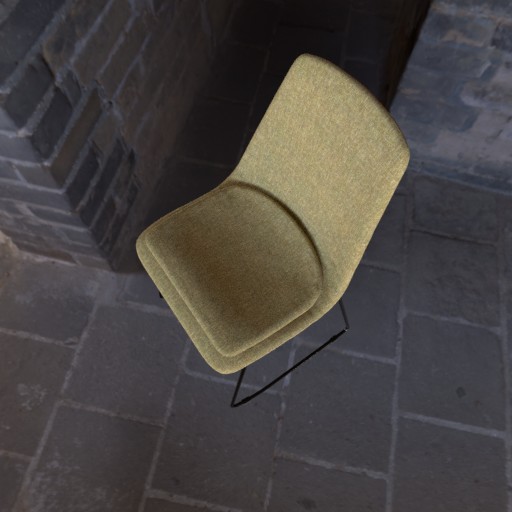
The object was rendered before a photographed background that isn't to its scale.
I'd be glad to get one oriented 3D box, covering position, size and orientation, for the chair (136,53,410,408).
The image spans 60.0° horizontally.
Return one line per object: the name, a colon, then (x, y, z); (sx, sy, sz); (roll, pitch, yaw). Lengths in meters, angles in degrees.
chair: (0.000, 0.000, 1.129); (0.496, 0.849, 0.479); (-32, 69, -14)
